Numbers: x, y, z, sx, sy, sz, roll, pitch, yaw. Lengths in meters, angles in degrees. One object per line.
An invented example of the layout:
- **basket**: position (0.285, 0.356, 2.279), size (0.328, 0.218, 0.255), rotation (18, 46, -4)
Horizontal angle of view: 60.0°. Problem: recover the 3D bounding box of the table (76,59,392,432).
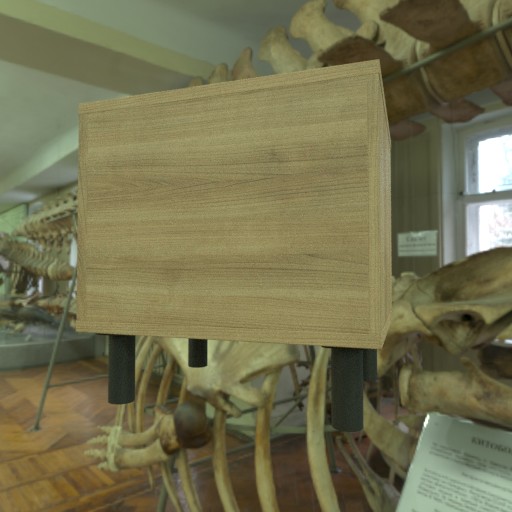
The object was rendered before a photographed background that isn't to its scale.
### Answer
- **table**: position (0.000, 0.000, 0.779), size (0.445, 0.460, 0.380), rotation (-1, -2, 19)
